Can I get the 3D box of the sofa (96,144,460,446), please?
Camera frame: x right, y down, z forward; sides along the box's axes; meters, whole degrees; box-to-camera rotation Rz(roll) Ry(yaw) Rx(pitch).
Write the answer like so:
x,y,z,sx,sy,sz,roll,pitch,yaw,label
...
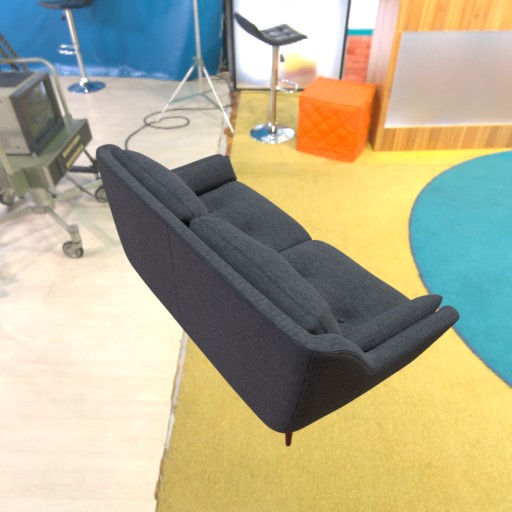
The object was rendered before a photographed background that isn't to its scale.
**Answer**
x,y,z,sx,sy,sz,roll,pitch,yaw,label
0.000,0.000,2.418,0.975,0.896,1.929,-26,47,-28,sofa
